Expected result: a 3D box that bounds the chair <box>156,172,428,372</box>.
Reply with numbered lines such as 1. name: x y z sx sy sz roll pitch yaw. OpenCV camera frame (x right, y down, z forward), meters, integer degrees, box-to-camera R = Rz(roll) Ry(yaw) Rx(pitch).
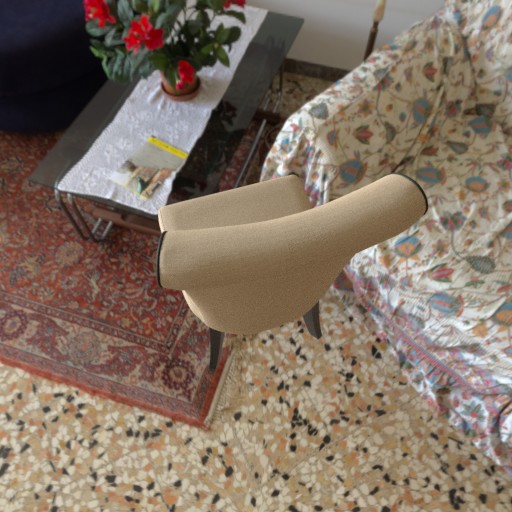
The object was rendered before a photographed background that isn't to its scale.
1. chair: 0.000 0.000 1.320 0.522 0.997 0.623 -15 60 -9
